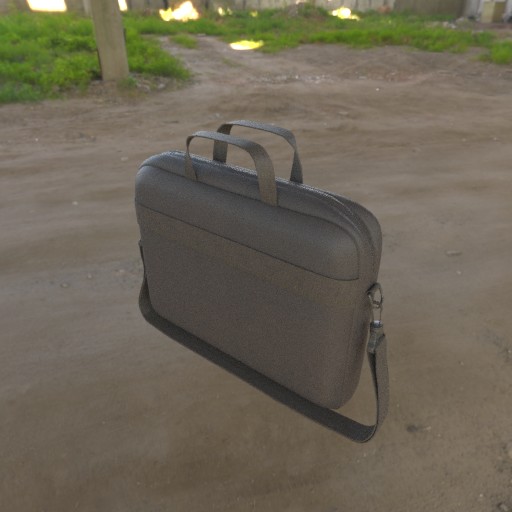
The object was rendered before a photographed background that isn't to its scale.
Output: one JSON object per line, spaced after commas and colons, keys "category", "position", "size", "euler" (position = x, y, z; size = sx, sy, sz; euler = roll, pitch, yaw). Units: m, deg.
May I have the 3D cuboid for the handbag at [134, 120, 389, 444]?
{"category": "handbag", "position": [0.000, 0.000, 0.585], "size": [0.429, 0.330, 0.126], "euler": [22, 37, 31]}
